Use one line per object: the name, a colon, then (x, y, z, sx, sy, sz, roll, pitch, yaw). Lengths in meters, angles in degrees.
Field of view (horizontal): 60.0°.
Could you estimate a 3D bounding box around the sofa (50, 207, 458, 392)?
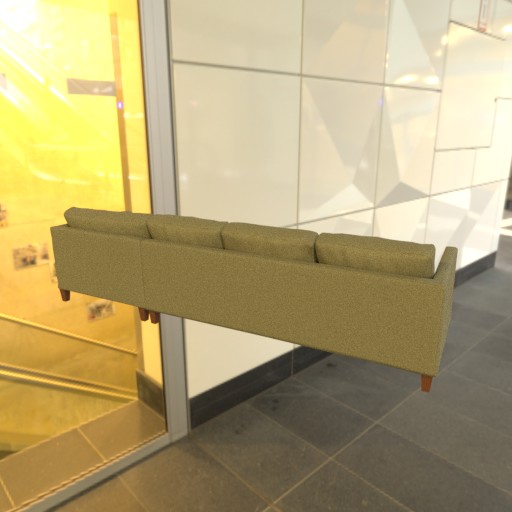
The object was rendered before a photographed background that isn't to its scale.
sofa: (0.000, 0.000, 3.855, 3.186, 0.861, 1.625, 8, 18, 26)
